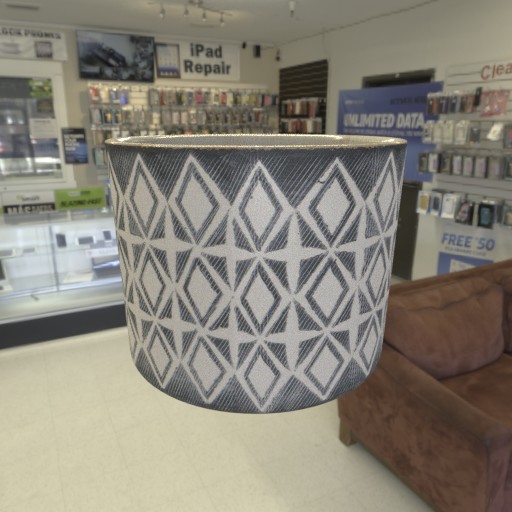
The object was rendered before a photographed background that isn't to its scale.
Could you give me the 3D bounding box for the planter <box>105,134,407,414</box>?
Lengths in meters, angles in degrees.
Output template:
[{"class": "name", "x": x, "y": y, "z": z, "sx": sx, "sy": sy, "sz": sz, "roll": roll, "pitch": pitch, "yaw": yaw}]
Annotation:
[{"class": "planter", "x": 0.000, "y": 0.000, "z": 0.320, "sx": 0.192, "sy": 0.165, "sz": 0.192, "roll": 0, "pitch": 17, "yaw": 0}]
